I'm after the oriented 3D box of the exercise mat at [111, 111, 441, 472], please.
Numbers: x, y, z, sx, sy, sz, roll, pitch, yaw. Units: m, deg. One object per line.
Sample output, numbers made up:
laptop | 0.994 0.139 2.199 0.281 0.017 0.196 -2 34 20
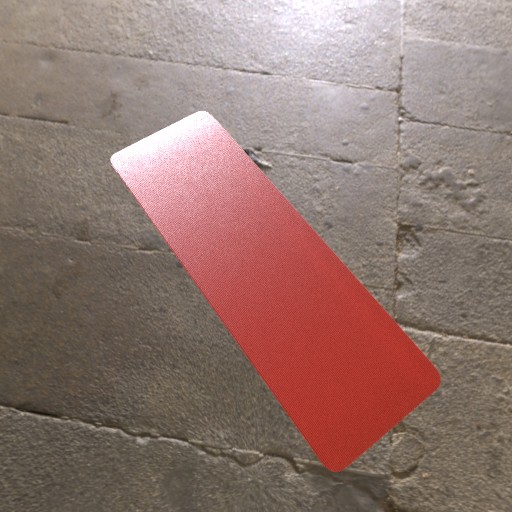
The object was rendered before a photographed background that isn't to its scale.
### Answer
exercise mat | 0.000 0.000 2.094 0.616 0.021 1.869 -32 68 -15
